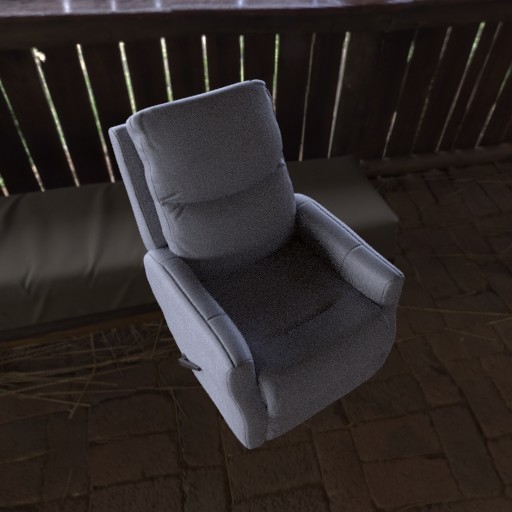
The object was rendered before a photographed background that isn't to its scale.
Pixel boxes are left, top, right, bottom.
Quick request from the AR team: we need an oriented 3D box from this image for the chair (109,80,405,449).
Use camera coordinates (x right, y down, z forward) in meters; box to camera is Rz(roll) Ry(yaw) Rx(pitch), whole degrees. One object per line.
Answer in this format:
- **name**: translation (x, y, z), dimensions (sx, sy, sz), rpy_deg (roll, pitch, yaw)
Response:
- **chair**: translation (0.000, 0.000, 1.784), dimensions (0.829, 1.030, 1.080), rpy_deg (-24, 51, -22)
